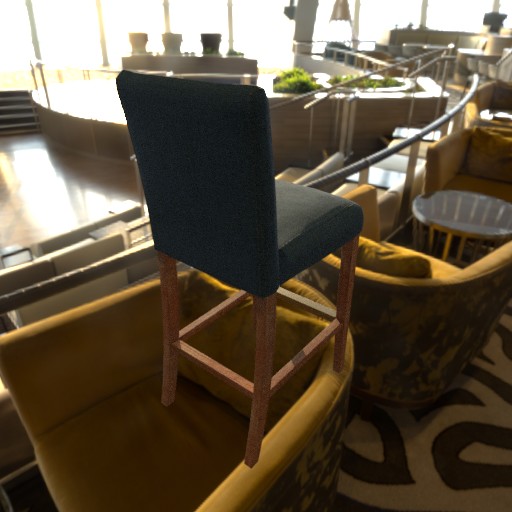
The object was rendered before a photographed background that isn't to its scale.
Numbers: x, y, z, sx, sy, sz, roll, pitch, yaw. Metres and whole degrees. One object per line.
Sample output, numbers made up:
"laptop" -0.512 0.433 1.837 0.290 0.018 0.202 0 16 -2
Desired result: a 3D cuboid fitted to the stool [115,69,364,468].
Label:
"stool" 0.000 0.000 1.371 0.454 1.088 0.574 21 36 33
